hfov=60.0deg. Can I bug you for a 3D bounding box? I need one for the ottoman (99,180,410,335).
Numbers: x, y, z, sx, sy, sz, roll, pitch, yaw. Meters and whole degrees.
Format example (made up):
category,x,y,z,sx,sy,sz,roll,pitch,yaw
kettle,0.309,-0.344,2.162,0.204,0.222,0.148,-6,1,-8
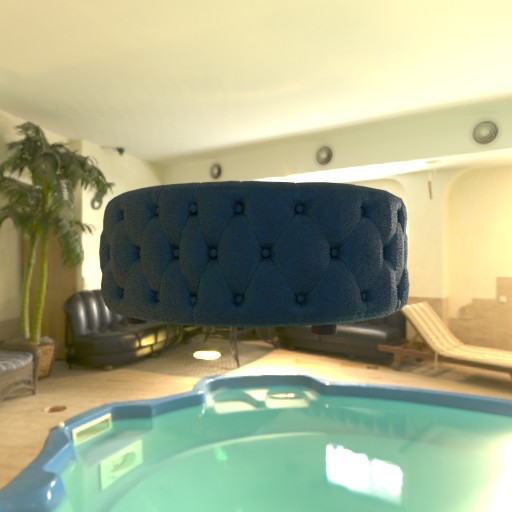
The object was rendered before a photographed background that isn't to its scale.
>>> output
category,x,y,z,sx,sy,sz,roll,pitch,yaw
ottoman,0.000,0.000,1.518,0.998,0.398,0.998,0,1,0
